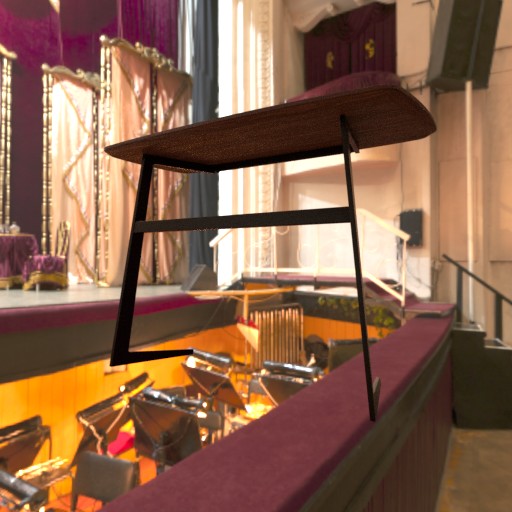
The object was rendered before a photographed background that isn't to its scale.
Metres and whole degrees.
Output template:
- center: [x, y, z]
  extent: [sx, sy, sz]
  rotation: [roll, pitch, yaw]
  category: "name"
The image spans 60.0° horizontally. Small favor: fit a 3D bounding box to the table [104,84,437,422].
- center: [0.000, 0.000, 1.089]
  extent: [0.804, 0.576, 0.361]
  rotation: [0, -1, 34]
  category: "table"
